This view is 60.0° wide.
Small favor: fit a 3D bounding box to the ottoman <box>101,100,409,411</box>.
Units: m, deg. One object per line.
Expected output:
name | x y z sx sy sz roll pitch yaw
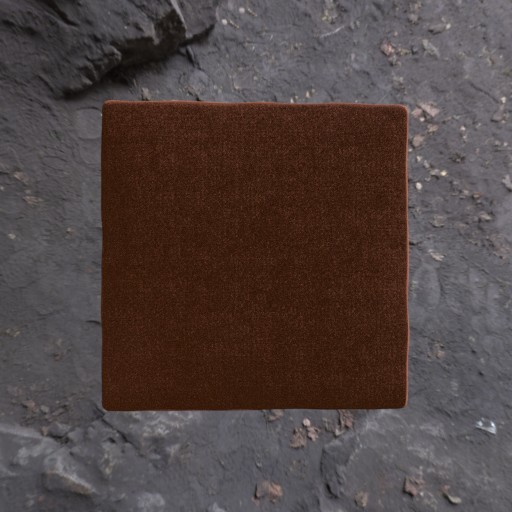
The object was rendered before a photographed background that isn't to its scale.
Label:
ottoman | 0.000 0.000 1.578 0.999 0.438 0.997 0 91 -2
